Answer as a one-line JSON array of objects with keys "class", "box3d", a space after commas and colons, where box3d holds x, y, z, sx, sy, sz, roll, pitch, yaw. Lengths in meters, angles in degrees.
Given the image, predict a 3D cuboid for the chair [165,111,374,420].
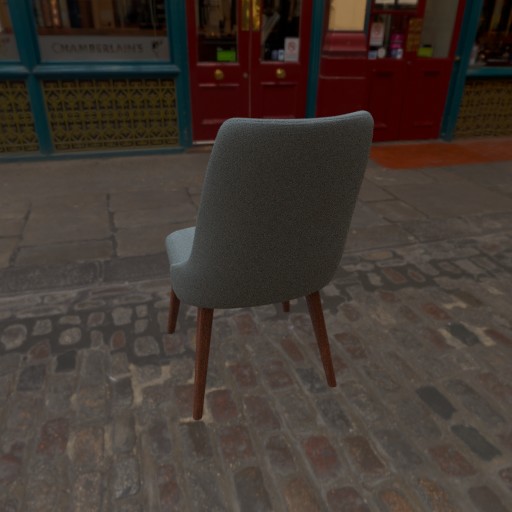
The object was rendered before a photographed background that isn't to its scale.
[{"class": "chair", "box3d": [0.000, 0.000, 1.342, 0.535, 0.918, 0.707, -8, 28, -15]}]
